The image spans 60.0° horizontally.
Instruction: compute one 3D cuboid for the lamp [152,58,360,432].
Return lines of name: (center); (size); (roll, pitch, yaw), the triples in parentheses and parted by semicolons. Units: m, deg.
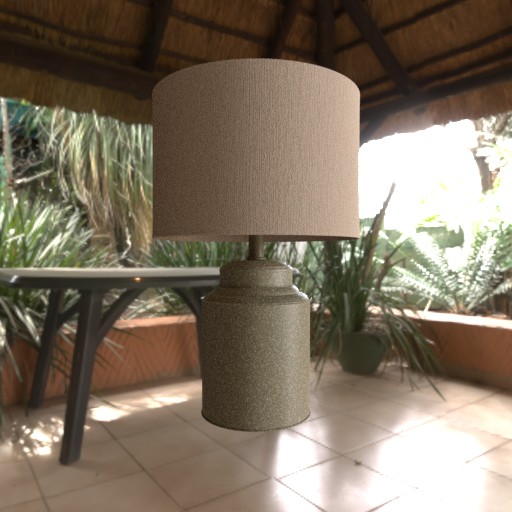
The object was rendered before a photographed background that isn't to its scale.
lamp: (0.000, 0.000, 0.697); (0.318, 0.486, 0.318); (0, 0, 0)
